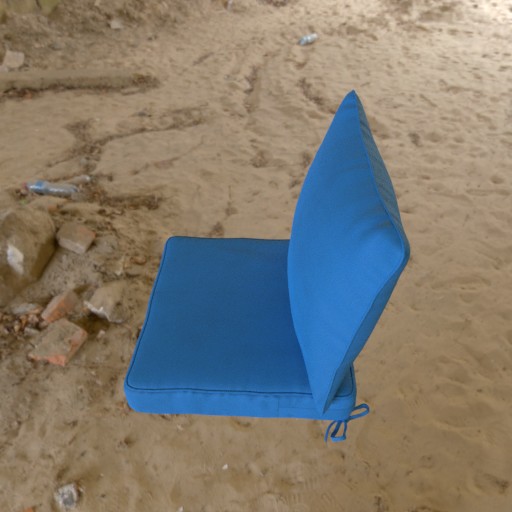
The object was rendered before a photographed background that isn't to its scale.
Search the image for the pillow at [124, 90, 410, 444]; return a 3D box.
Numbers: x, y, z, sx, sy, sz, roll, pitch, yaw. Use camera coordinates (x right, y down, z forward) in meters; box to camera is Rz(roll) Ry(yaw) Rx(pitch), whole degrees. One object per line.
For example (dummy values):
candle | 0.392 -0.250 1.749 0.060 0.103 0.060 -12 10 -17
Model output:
pillow | 0.000 0.000 1.319 0.733 0.725 0.798 2 42 2
